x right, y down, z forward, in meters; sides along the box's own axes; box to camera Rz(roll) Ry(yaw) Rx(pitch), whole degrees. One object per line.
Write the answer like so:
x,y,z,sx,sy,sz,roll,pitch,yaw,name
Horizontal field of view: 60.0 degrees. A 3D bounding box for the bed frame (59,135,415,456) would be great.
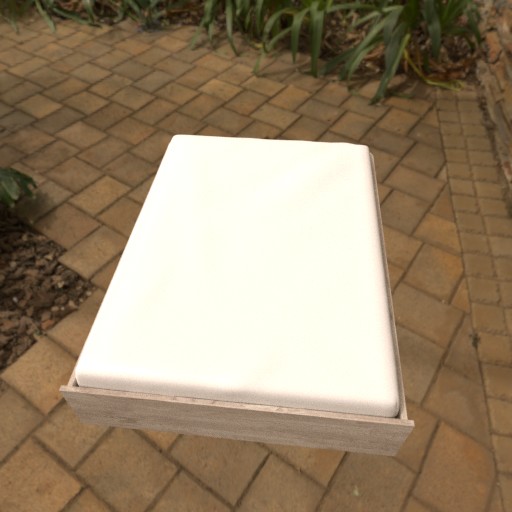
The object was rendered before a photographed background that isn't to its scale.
0.000,0.000,2.588,1.490,0.462,1.950,4,47,4,bed frame
